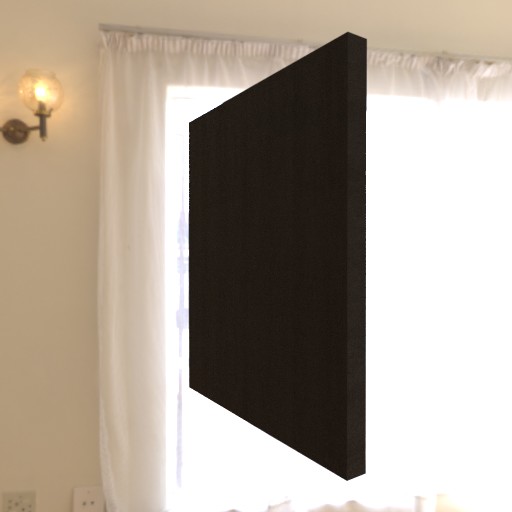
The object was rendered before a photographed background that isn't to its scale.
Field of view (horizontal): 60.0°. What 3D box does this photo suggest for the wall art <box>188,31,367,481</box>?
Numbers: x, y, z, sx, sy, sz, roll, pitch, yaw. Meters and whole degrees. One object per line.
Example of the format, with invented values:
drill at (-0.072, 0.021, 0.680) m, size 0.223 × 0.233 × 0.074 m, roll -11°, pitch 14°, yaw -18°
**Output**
wall art at (0.000, 0.000, 0.743) m, size 0.034 × 0.552 × 0.455 m, roll 0°, pitch 1°, yaw -34°
